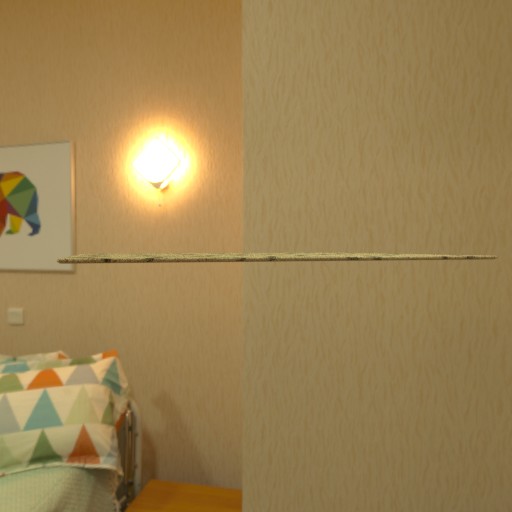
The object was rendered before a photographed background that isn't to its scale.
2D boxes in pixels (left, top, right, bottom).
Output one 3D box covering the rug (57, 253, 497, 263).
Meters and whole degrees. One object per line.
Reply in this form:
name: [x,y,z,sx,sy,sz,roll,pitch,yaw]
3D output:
rug: [0.000,0.000,3.939,3.000,0.026,2.399,0,1,-18]
